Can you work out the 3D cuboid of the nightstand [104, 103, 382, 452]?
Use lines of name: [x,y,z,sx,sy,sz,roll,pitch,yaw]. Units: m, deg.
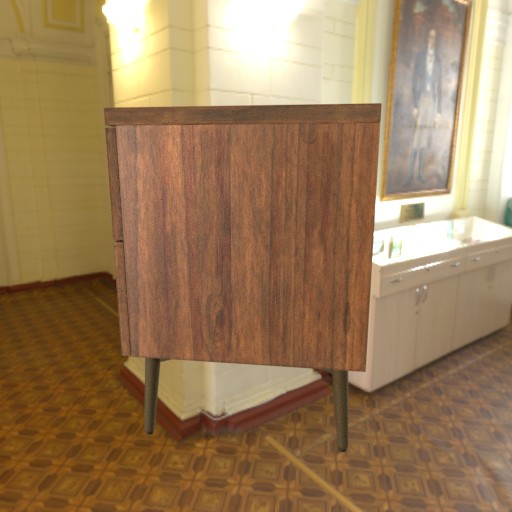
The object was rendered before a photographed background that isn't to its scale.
nightstand: [0.000,0.000,1.042,0.458,0.610,0.610,2,13,8]
